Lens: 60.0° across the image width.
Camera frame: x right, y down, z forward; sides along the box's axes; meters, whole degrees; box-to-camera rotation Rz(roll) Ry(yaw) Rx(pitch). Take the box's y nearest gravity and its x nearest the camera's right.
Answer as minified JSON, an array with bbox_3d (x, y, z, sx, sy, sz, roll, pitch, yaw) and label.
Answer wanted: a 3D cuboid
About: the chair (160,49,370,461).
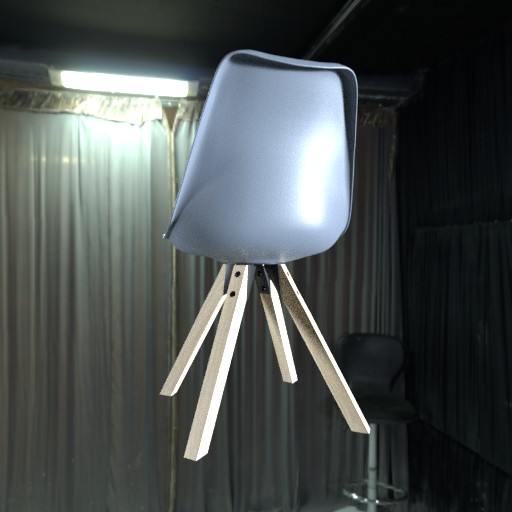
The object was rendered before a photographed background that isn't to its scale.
[{"bbox_3d":[0.000,0.000,1.183,0.485,0.850,0.550,0,1,-19],"label":"chair"}]
